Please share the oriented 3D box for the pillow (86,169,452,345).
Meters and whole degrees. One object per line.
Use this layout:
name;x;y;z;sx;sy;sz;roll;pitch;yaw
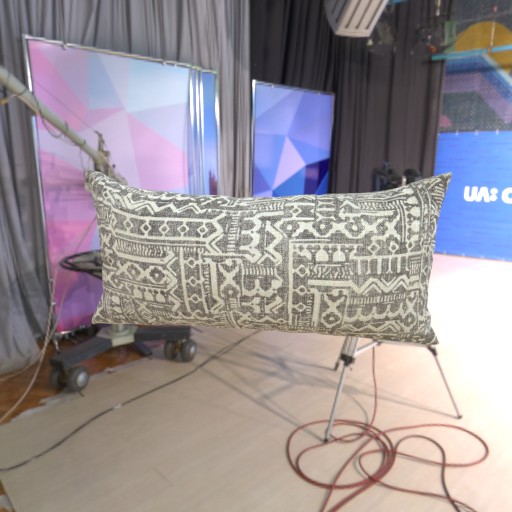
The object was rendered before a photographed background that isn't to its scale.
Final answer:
pillow;0.000;0.000;0.765;0.631;0.290;0.148;2;14;8
